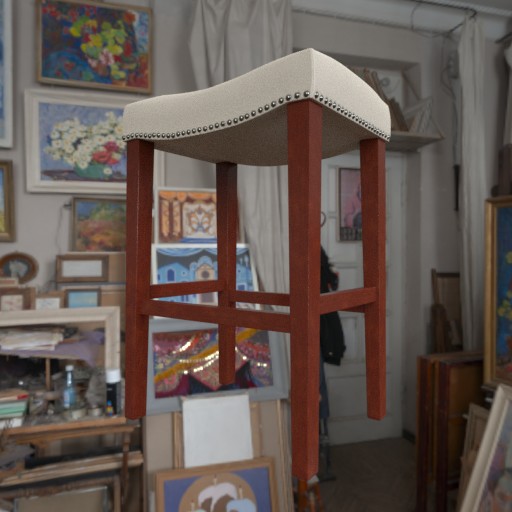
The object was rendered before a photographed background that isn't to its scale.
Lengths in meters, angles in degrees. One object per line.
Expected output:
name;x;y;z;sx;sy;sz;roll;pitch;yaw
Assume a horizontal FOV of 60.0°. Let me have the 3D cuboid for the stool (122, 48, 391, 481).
stool;0.000;0.000;1.015;0.504;0.742;0.372;0;1;36
